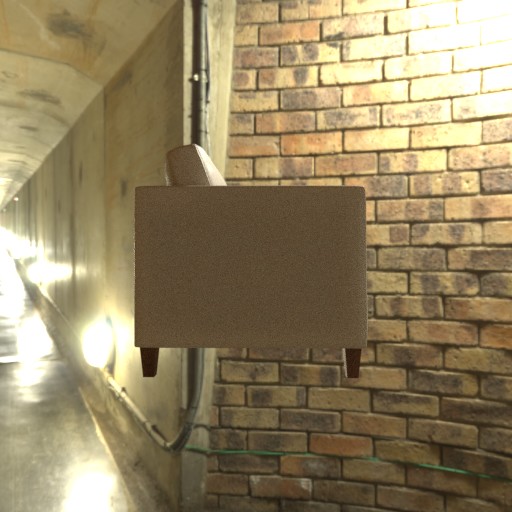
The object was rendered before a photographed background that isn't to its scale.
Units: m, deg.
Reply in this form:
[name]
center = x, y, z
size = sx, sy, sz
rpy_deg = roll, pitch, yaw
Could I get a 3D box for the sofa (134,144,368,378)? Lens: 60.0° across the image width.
[sofa]
center = 0.000, 0.000, 2.891
size = 0.951, 0.968, 2.361
rpy_deg = 0, 0, 1
